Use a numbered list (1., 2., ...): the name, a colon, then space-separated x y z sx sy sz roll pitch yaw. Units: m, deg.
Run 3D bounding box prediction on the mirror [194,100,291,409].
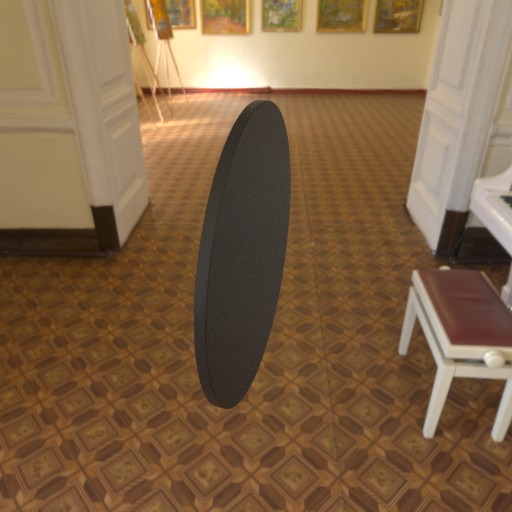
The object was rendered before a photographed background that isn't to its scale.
1. mirror: 0.000 0.000 1.623 0.036 1.077 1.077 8 31 13
